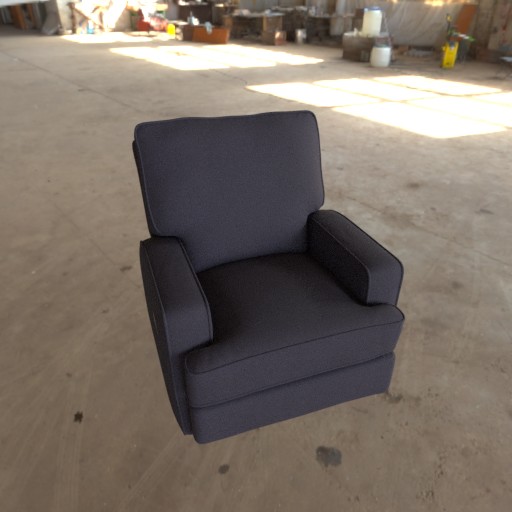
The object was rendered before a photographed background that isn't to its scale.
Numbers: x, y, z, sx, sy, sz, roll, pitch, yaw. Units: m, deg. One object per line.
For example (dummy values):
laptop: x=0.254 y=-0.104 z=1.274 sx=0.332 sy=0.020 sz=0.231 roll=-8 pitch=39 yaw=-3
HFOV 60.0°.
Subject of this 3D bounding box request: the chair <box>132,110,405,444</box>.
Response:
chair: x=0.000 y=0.000 z=1.728 sx=0.861 sy=0.962 sz=0.964 roll=-11 pitch=33 yaw=-17
